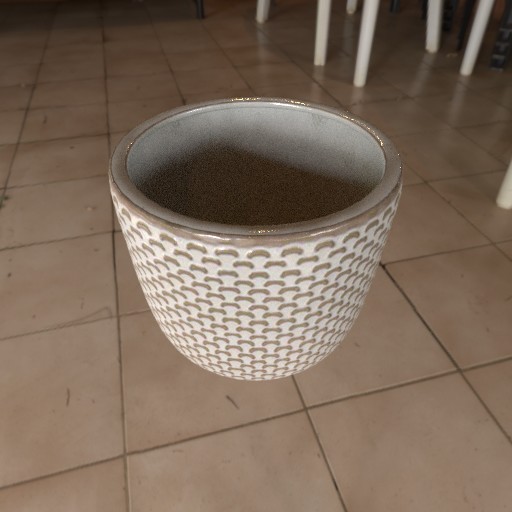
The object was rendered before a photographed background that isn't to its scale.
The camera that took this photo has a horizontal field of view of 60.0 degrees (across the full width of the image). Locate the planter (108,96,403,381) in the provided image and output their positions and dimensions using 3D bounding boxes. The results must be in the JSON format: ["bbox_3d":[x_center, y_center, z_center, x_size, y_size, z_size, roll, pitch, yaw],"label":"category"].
[{"bbox_3d":[0.000,0.000,0.361,0.197,0.191,0.197,0,41,0],"label":"planter"}]
